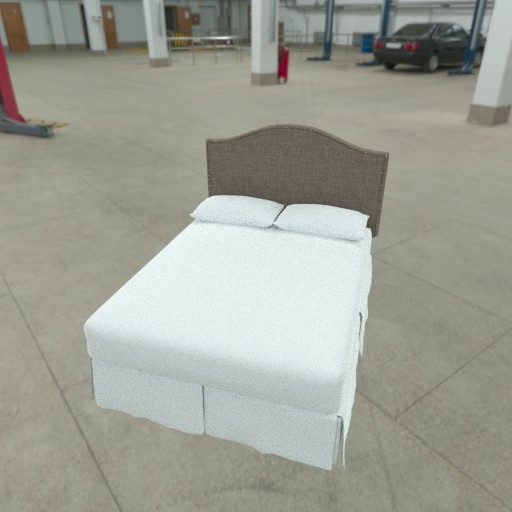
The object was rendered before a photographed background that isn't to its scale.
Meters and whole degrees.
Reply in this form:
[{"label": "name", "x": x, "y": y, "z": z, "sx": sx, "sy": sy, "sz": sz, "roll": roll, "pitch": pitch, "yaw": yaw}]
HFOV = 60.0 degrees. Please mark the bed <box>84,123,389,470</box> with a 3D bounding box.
[{"label": "bed", "x": 0.000, "y": 0.000, "z": 3.294, "sx": 1.713, "sy": 1.518, "sz": 2.153, "roll": 8, "pitch": 29, "yaw": 15}]
